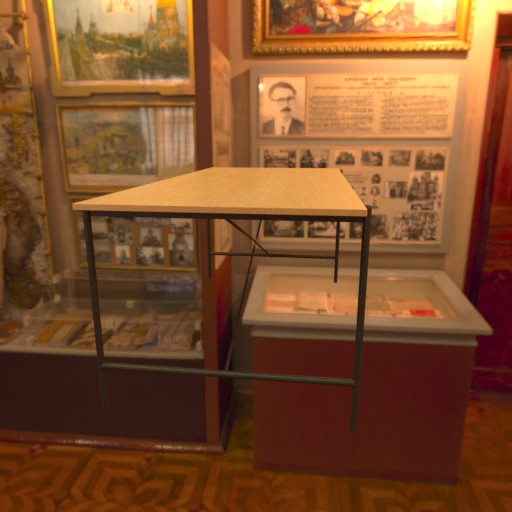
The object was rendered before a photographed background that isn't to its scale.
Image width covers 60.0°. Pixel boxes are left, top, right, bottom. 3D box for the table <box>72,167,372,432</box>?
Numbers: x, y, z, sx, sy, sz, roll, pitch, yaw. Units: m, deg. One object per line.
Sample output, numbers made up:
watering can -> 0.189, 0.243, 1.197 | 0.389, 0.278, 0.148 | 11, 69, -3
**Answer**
table -> 0.000, 0.000, 2.213 | 0.900, 0.758, 1.800 | 2, 15, 7
